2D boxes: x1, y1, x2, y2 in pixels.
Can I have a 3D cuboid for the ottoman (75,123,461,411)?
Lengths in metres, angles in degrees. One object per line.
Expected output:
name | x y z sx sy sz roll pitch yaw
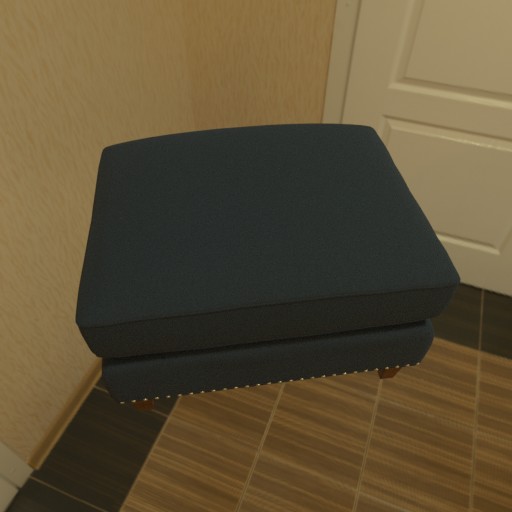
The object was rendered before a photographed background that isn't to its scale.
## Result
ottoman | 0.000 0.000 1.137 0.741 0.513 0.584 -6 48 -5
